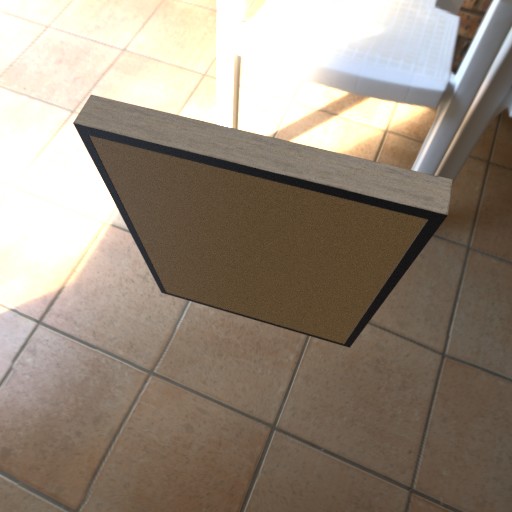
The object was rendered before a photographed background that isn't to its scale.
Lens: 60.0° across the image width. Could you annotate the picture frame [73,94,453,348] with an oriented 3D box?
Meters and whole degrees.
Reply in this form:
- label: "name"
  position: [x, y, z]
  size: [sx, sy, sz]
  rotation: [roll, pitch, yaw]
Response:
- label: "picture frame"
  position: [0.000, 0.000, 0.722]
  size: [0.421, 0.526, 0.046]
  rotation: [15, 65, 7]
